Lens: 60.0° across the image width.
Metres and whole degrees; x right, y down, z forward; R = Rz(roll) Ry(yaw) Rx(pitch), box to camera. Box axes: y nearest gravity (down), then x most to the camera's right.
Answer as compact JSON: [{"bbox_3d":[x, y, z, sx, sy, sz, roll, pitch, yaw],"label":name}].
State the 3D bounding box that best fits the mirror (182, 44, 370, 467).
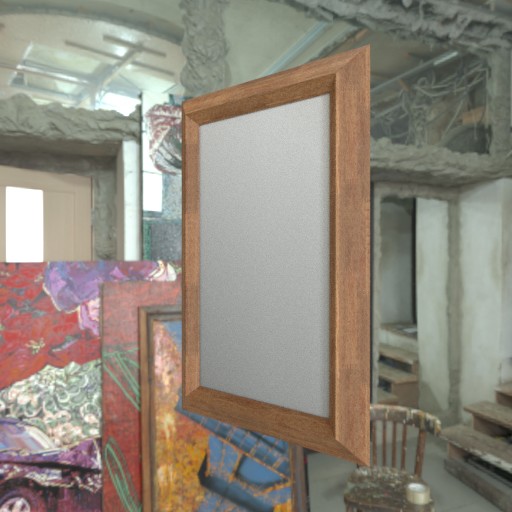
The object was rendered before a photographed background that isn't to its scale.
[{"bbox_3d":[0.000,0.000,1.238,0.651,1.010,0.047,0,0,38],"label":"mirror"}]
